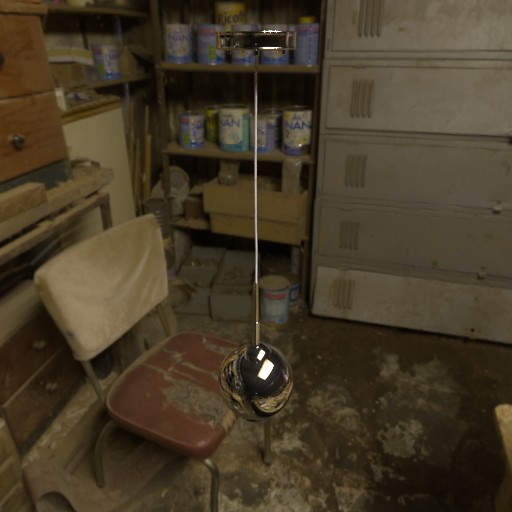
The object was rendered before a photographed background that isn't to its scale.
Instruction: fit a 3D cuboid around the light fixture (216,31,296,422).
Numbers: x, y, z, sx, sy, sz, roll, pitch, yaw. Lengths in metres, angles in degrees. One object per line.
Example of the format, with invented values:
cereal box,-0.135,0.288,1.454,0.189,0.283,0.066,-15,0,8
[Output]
light fixture,0.000,0.000,1.704,0.336,1.538,0.336,8,27,16
